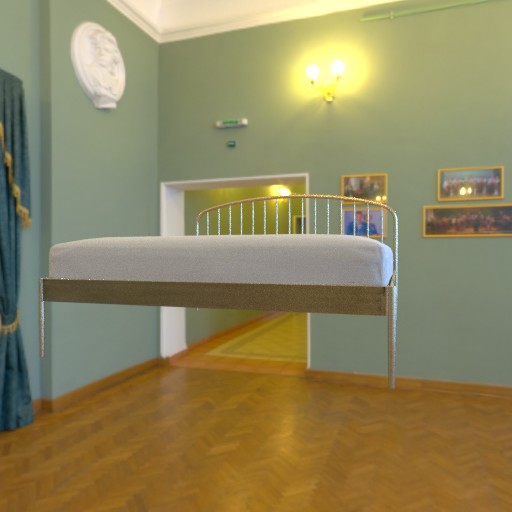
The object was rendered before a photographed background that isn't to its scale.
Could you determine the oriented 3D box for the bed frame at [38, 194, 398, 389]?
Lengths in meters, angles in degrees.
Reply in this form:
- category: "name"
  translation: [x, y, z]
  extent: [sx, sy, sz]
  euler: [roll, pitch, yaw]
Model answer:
- category: "bed frame"
  translation: [0.000, 0.000, 3.322]
  extent: [2.016, 1.174, 2.152]
  euler: [0, 1, 18]
